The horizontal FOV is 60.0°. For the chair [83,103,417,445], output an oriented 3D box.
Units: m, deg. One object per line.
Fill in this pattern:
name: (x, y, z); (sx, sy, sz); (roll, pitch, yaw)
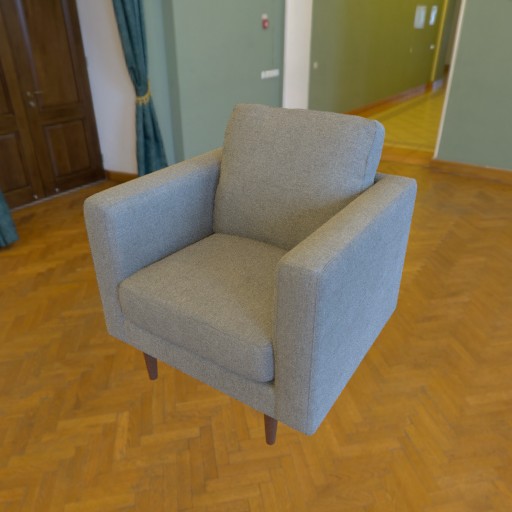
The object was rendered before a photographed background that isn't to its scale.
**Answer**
chair: (0.000, 0.000, 1.568); (0.855, 0.927, 0.800); (17, 33, 29)
